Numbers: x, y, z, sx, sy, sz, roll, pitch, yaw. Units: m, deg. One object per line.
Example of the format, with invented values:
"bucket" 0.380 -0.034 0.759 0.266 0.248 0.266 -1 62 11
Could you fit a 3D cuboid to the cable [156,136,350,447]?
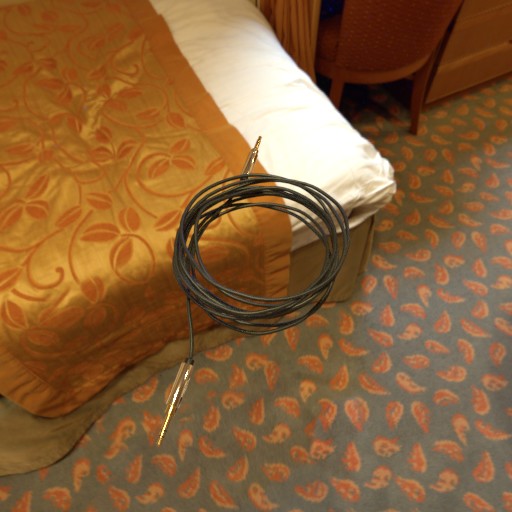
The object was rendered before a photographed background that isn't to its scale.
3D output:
"cable" 0.000 0.000 0.505 0.198 0.069 0.432 13 59 8
